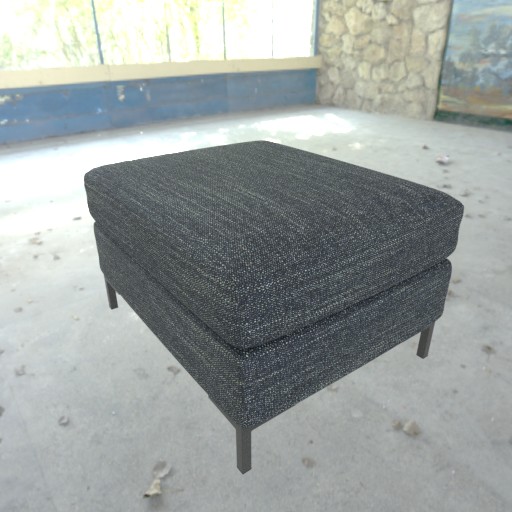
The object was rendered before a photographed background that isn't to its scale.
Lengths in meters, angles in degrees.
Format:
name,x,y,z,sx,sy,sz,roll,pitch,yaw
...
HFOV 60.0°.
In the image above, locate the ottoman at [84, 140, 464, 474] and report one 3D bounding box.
name,x,y,z,sx,sy,sz,roll,pitch,yaw
ottoman,0.000,0.000,1.222,0.667,0.491,0.814,-18,32,-32
